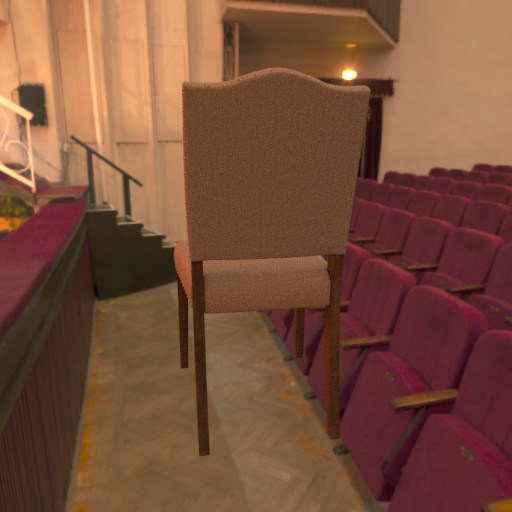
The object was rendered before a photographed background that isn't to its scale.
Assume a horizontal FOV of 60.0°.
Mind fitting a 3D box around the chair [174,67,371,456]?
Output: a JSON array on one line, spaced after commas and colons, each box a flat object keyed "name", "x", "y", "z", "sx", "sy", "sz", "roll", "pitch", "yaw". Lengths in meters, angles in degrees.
[{"name": "chair", "x": 0.000, "y": 0.000, "z": 1.391, "sx": 0.508, "sy": 1.020, "sz": 0.620, "roll": -3, "pitch": 15, "yaw": -10}]
